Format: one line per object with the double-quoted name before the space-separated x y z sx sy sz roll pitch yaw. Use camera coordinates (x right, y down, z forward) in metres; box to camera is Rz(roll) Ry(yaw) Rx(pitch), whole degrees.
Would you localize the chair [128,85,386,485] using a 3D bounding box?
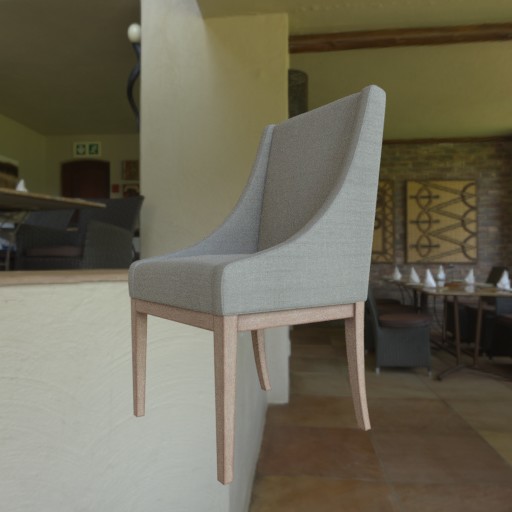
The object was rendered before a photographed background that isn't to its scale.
"chair" 0.000 0.000 1.376 0.611 1.021 0.575 0 0 -36
